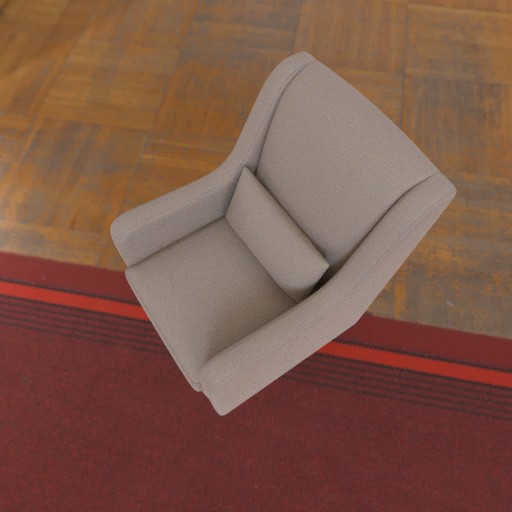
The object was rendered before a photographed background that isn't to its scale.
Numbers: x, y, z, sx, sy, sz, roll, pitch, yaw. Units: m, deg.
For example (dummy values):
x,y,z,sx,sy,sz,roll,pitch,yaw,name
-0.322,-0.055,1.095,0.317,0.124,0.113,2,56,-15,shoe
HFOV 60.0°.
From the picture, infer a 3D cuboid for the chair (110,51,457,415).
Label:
x,y,z,sx,sy,sz,roll,pitch,yaw,name
0.000,0.000,1.663,0.896,1.017,0.715,-31,67,-15,chair
